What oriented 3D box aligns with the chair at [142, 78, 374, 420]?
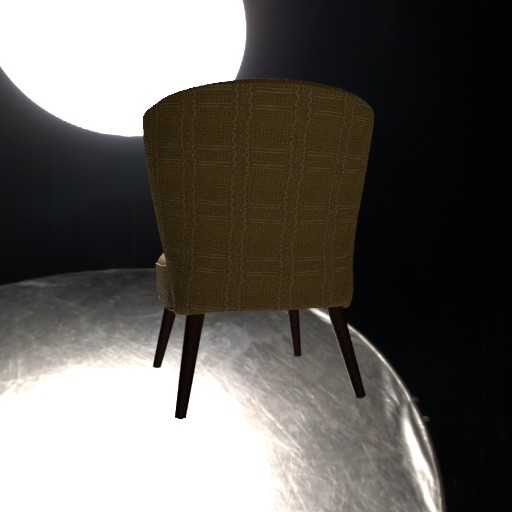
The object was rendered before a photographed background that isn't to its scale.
[{"bbox_3d":[0.000,0.000,1.416,0.706,0.866,0.758,0,2,-17],"label":"chair"}]
